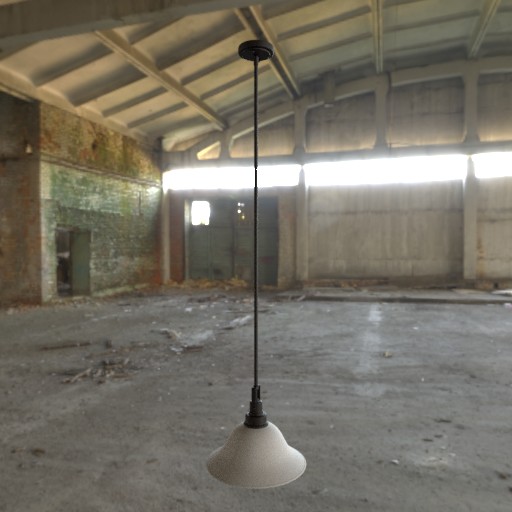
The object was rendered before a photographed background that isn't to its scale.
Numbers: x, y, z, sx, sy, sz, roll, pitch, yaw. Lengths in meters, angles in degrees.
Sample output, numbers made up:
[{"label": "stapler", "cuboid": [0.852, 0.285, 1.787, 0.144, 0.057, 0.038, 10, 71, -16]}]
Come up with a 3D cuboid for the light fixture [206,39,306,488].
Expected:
[{"label": "light fixture", "cuboid": [0.000, 0.000, 1.431, 0.324, 1.337, 0.324, 0, 1, 16]}]
